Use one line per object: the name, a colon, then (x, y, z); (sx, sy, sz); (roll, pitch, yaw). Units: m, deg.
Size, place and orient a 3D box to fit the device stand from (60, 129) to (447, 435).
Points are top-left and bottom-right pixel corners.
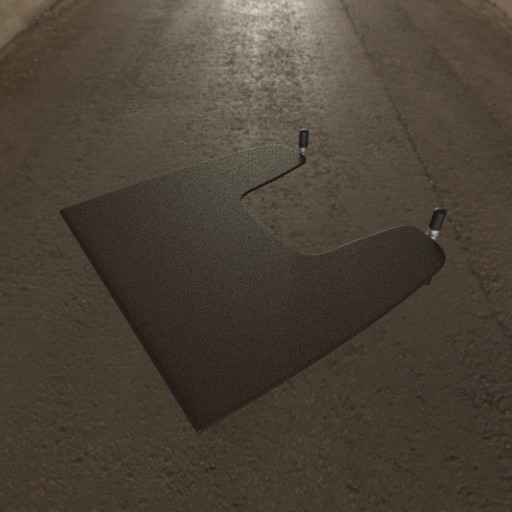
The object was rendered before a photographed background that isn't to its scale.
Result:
device stand: (0.000, 0.000, 0.355); (0.230, 0.092, 0.230); (-25, 48, -25)
